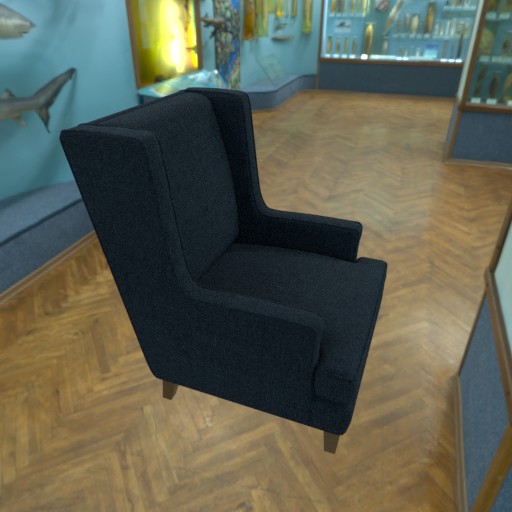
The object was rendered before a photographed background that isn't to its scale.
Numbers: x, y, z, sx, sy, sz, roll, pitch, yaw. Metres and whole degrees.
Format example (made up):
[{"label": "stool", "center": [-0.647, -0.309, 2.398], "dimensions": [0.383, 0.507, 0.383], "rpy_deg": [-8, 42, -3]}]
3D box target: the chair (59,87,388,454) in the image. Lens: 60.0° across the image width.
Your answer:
[{"label": "chair", "center": [0.000, 0.000, 1.704], "dimensions": [0.947, 1.072, 0.764], "rpy_deg": [11, 32, 18]}]
